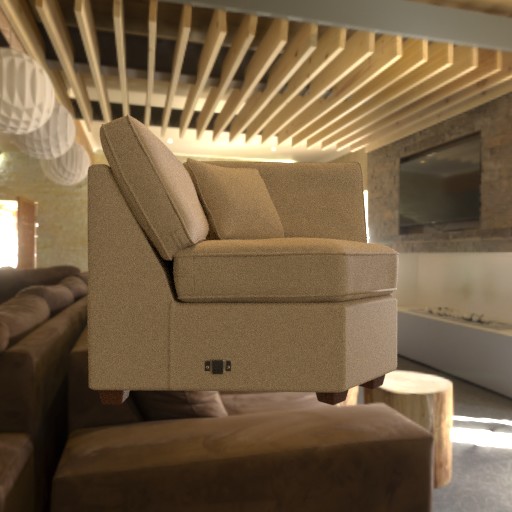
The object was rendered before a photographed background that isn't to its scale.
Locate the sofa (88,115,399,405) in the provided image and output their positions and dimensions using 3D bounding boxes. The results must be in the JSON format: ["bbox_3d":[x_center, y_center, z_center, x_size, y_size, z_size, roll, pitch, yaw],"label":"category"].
[{"bbox_3d":[0.000,0.000,1.827,1.042,0.937,1.050,0,0,1],"label":"sofa"}]
